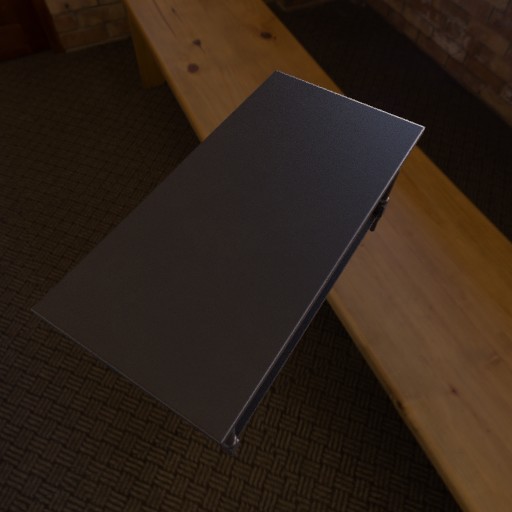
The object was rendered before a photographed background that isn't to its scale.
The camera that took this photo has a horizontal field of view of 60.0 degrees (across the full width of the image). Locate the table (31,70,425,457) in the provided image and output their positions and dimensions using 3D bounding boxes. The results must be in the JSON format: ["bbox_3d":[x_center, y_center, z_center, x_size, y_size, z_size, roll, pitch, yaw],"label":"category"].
[{"bbox_3d":[0.000,0.000,1.426,0.550,0.510,1.107,28,61,17],"label":"table"}]
